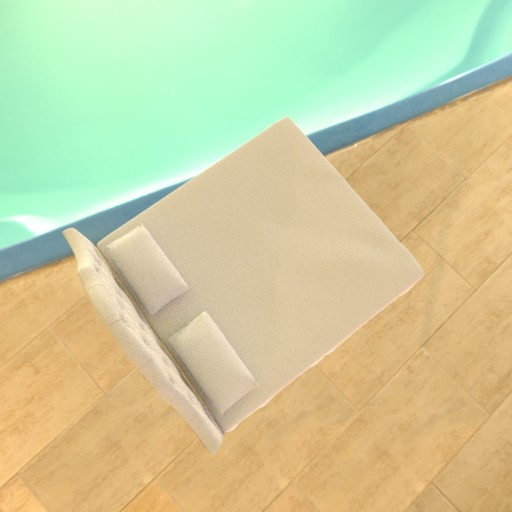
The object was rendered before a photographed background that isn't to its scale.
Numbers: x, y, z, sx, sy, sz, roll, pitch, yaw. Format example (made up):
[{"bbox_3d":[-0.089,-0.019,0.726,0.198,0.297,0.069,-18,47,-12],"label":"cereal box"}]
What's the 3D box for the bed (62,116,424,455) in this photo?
[{"bbox_3d":[0.000,0.000,3.576,2.214,1.615,2.008,-36,78,-9],"label":"bed"}]
